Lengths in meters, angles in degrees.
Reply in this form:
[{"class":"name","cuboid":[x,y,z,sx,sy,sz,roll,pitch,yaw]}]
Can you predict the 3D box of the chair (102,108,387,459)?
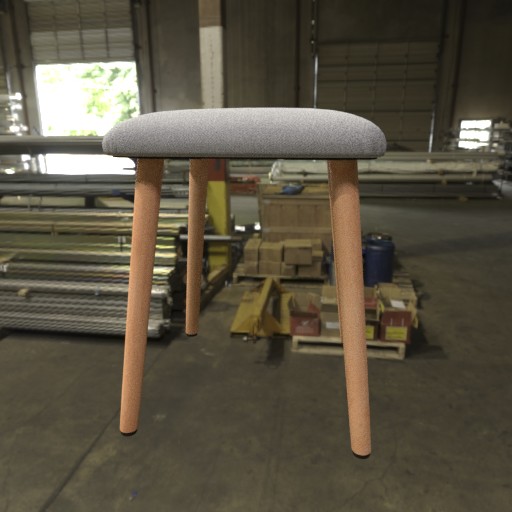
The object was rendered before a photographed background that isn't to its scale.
[{"class":"chair","cuboid":[0.000,0.000,0.702,0.350,0.440,0.350,2,15,8]}]
